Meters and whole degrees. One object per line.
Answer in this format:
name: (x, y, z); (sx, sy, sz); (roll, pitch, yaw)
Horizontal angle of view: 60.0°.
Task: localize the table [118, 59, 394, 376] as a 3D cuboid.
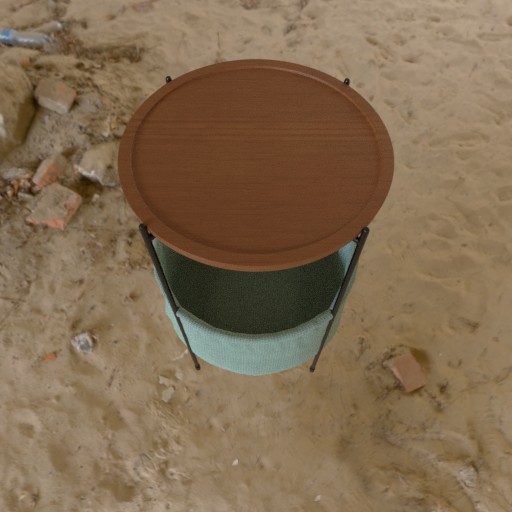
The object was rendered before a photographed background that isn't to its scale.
table: (0.000, 0.000, 0.891); (0.400, 0.623, 0.400); (1, 60, 1)
